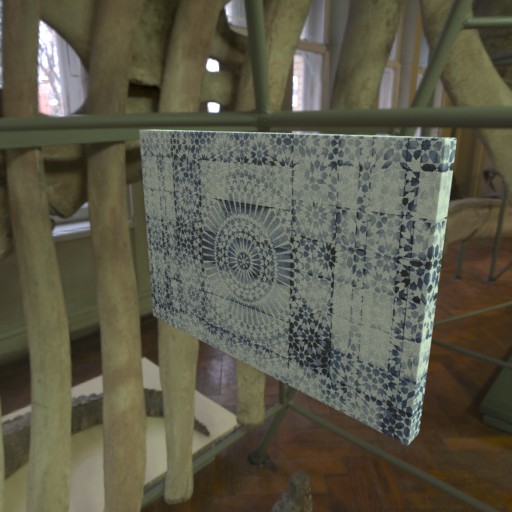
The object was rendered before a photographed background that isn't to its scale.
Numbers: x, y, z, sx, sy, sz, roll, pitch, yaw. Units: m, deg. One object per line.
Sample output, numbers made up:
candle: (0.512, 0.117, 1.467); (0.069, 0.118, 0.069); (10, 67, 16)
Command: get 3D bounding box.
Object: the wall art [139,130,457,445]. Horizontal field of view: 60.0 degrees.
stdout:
wall art: (0.000, 0.000, 1.135); (0.911, 0.608, 0.057); (16, 23, 41)
